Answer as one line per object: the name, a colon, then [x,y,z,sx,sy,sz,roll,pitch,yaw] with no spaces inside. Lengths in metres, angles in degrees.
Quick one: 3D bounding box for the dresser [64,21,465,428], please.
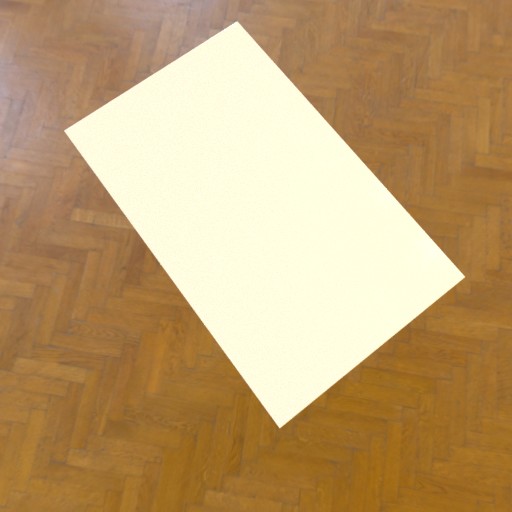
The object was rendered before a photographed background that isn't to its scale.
dresser: [0.000,0.000,1.174,0.400,0.800,0.650,-36,79,-9]
